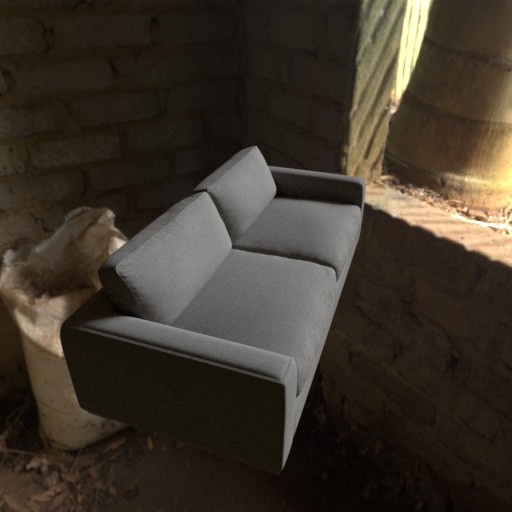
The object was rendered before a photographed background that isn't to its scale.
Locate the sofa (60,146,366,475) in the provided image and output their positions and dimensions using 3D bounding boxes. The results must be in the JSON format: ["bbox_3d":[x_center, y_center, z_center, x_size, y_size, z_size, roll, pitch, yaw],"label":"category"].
[{"bbox_3d":[0.000,0.000,2.751,1.070,0.801,2.262,10,32,17],"label":"sofa"}]
